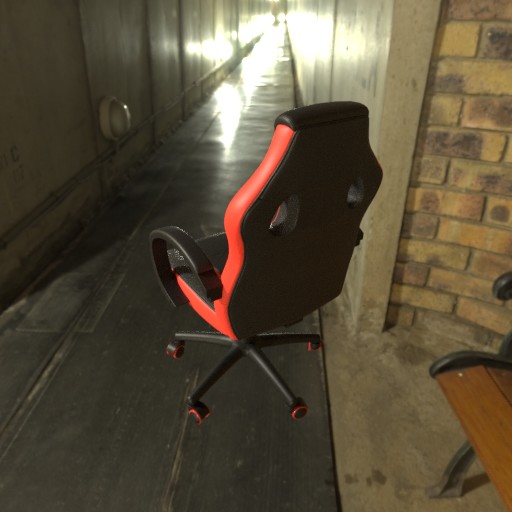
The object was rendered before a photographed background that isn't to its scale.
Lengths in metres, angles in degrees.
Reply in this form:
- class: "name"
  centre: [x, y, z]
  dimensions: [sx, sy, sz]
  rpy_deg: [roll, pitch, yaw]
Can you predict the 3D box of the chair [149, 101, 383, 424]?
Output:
- class: "chair"
  centre: [0.000, 0.000, 1.391]
  dimensions: [0.600, 1.016, 0.642]
  rpy_deg: [-19, 35, -29]
